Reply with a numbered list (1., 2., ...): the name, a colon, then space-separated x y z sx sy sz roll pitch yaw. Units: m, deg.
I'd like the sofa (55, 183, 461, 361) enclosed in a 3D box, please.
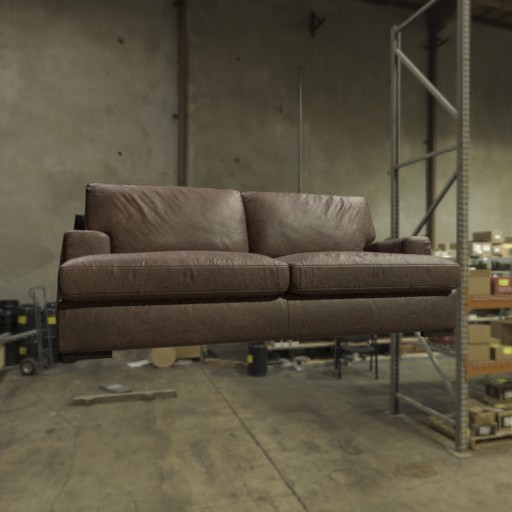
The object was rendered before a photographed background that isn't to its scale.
1. sofa: 0.000 0.000 2.782 2.261 0.941 1.143 0 0 -18
